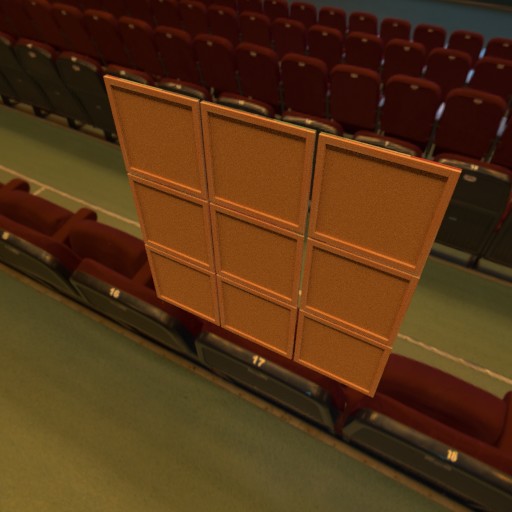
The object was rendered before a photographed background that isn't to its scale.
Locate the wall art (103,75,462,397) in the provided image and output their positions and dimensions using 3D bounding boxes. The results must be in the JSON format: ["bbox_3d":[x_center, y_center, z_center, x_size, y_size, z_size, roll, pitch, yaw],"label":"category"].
[{"bbox_3d":[0.000,0.000,1.338,0.911,0.910,0.012,21,49,20],"label":"wall art"}]
